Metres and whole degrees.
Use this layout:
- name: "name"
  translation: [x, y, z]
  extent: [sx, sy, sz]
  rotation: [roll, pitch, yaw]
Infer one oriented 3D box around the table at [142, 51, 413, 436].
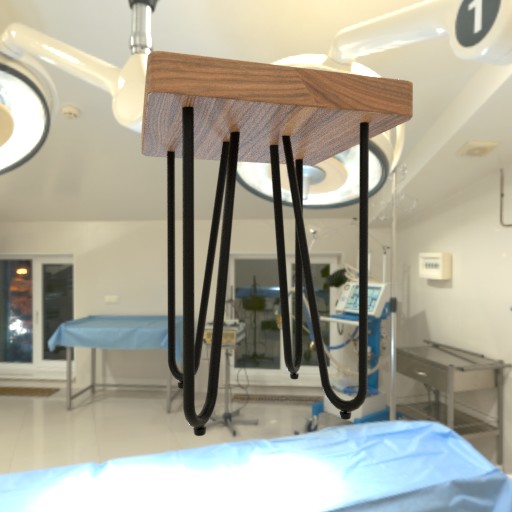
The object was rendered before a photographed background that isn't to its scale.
- name: "table"
  translation: [0.000, 0.000, 0.978]
  extent: [0.479, 0.641, 0.480]
  rotation: [0, 0, -16]
